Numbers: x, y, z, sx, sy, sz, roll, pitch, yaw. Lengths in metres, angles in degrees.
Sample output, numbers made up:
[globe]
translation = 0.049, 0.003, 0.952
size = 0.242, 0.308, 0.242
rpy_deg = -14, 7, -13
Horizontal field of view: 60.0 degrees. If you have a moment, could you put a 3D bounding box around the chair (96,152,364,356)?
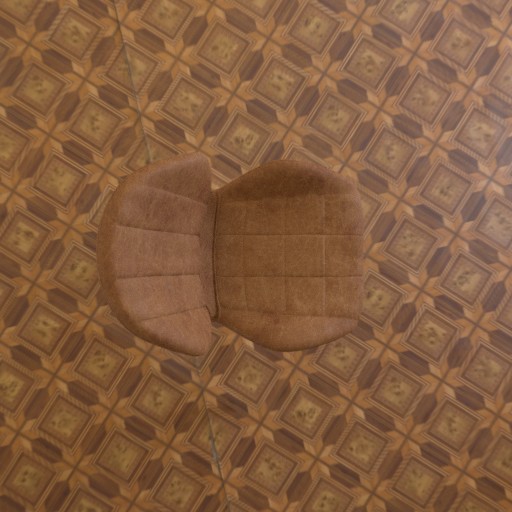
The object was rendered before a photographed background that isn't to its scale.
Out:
[chair]
translation = 0.000, 0.000, 1.323
size = 0.640, 0.929, 0.527
rpy_deg = 0, 89, -1
